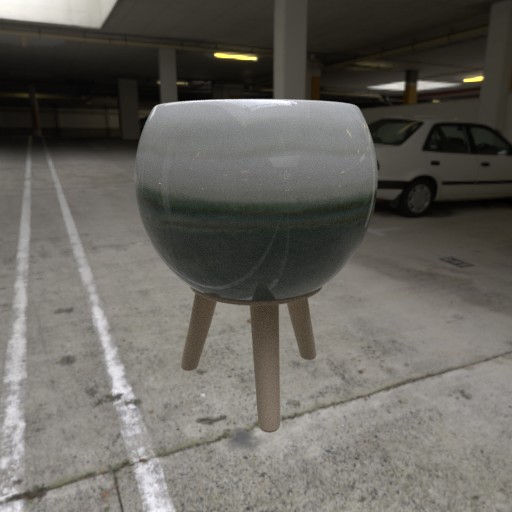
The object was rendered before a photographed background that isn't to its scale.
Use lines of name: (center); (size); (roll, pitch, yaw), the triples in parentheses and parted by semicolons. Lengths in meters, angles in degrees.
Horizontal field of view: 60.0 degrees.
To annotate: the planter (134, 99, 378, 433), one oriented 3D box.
planter: (0.000, 0.000, 0.436); (0.222, 0.278, 0.222); (0, 15, 0)
